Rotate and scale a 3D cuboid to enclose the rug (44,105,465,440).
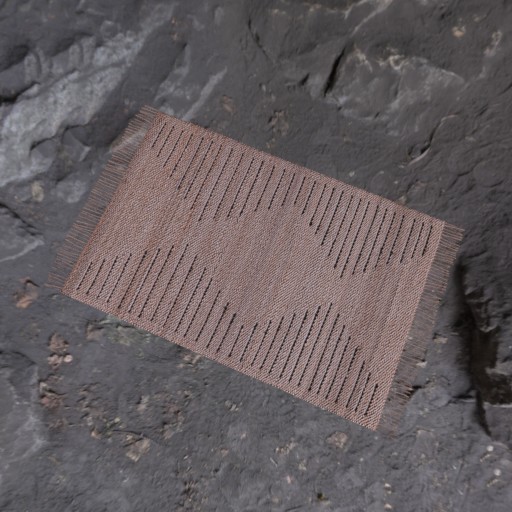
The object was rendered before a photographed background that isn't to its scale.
[{"bbox_3d":[0.000,0.000,2.487,2.085,0.027,1.224,22,77,5],"label":"rug"}]
